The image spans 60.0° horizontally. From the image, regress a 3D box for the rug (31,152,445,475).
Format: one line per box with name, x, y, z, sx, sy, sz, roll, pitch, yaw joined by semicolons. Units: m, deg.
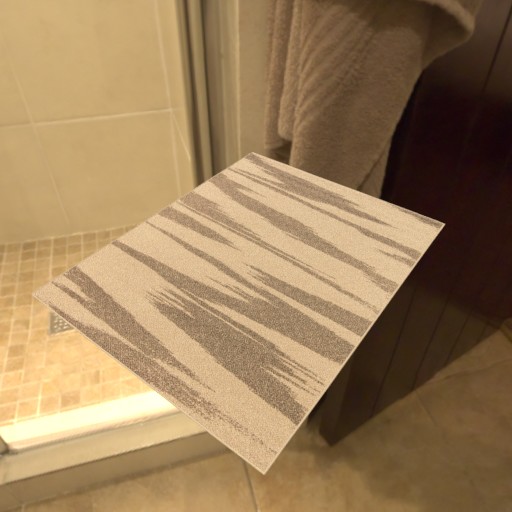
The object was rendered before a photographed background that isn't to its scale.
rug;0.000;0.000;3.923;2.353;0.014;2.945;27;48;27
